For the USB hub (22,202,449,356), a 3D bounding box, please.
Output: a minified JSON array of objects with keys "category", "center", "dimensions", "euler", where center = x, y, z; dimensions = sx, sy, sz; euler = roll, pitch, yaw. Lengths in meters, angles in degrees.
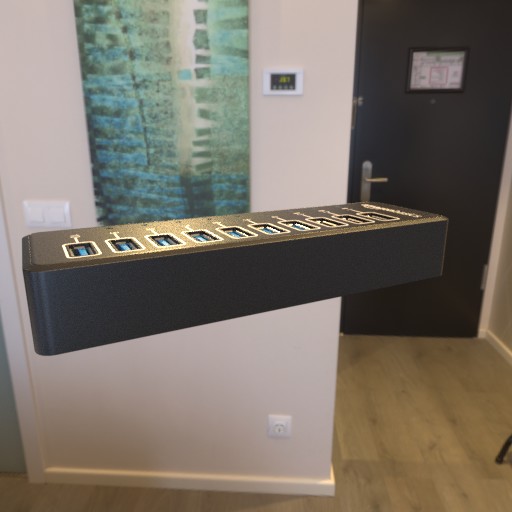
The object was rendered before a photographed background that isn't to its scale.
[{"category":"USB hub","center":[0.000,0.000,0.157],"dimensions":[0.145,0.023,0.044],"euler":[-8,18,-26]}]
